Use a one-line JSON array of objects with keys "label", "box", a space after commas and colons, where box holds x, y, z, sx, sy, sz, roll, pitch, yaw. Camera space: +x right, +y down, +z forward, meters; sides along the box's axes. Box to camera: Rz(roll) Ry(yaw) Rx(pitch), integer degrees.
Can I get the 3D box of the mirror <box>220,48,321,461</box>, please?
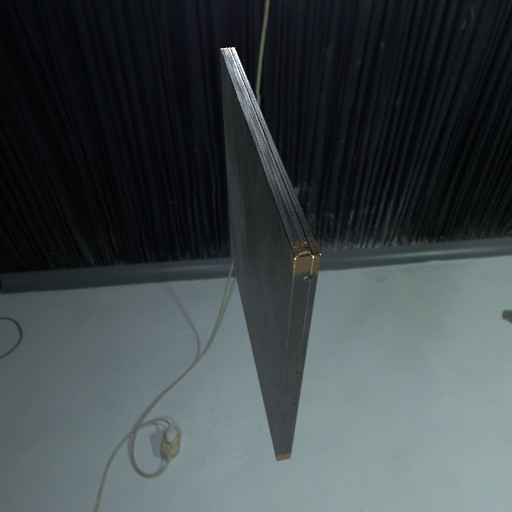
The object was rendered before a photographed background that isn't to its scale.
[{"label": "mirror", "box": [0.000, 0.000, 0.574, 0.020, 0.381, 0.382, -8, 46, -8]}]
